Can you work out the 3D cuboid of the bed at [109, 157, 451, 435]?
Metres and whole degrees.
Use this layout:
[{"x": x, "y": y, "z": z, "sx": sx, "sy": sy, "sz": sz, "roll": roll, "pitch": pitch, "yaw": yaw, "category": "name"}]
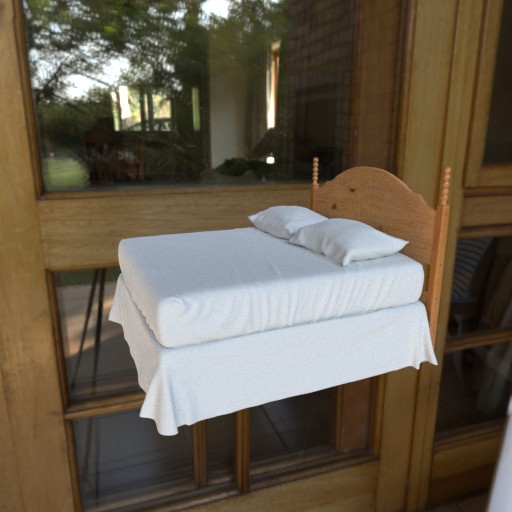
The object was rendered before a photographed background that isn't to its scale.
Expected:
[{"x": 0.000, "y": 0.000, "z": 3.311, "sx": 2.040, "sy": 1.356, "sz": 1.873, "roll": -6, "pitch": 16, "yaw": -23, "category": "bed"}]
